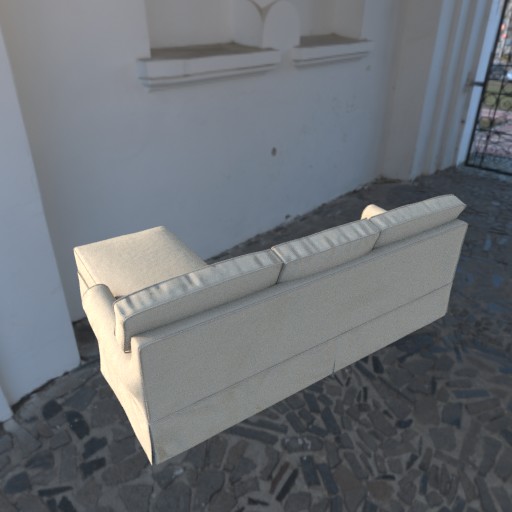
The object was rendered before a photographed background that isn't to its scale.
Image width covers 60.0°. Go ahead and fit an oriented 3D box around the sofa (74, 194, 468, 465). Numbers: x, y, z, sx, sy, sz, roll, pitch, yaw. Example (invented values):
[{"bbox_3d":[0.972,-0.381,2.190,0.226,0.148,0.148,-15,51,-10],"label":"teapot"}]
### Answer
[{"bbox_3d":[0.000,0.000,3.245,2.475,0.978,1.733,-18,33,-29],"label":"sofa"}]
